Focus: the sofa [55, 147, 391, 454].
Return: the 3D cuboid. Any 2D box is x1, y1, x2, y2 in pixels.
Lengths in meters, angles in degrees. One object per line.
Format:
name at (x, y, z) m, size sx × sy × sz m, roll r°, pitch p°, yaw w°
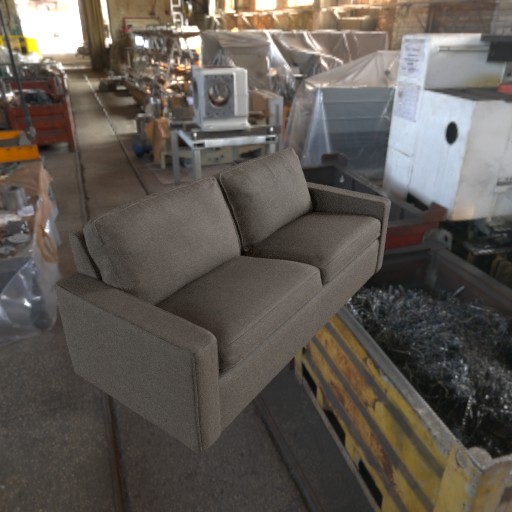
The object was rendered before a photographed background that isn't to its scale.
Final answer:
sofa at (0.000, 0.000, 2.657) m, size 0.940 × 0.919 × 2.080 m, roll 18°, pitch 32°, yaw 31°
